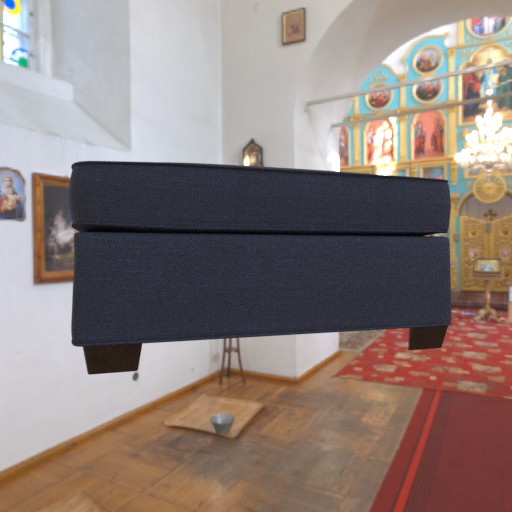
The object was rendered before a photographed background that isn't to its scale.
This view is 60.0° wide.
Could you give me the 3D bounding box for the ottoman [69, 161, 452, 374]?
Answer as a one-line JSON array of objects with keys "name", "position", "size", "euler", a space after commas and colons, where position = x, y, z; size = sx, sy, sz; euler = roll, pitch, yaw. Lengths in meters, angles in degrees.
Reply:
[{"name": "ottoman", "position": [0.000, 0.000, 1.189], "size": [0.895, 0.453, 0.505], "euler": [0, 0, -17]}]
